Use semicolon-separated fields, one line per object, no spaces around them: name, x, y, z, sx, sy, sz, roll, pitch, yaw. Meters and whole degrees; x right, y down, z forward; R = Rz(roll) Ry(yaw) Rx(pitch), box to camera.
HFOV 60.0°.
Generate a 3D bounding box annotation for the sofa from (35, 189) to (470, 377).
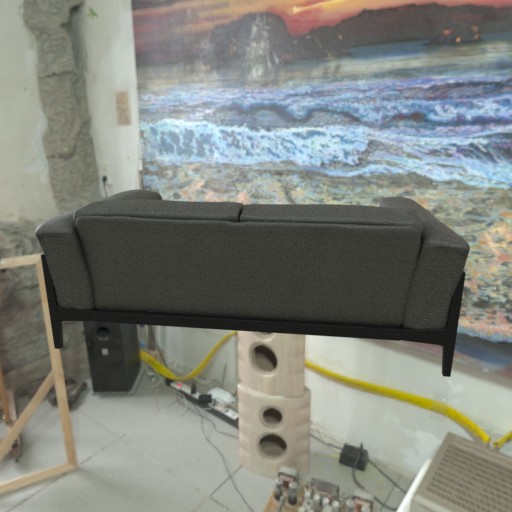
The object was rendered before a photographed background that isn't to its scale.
sofa;0.000;0.000;2.172;1.690;0.656;0.960;2;17;7
